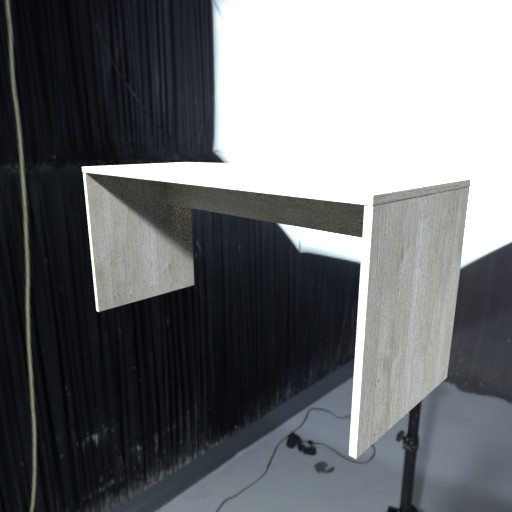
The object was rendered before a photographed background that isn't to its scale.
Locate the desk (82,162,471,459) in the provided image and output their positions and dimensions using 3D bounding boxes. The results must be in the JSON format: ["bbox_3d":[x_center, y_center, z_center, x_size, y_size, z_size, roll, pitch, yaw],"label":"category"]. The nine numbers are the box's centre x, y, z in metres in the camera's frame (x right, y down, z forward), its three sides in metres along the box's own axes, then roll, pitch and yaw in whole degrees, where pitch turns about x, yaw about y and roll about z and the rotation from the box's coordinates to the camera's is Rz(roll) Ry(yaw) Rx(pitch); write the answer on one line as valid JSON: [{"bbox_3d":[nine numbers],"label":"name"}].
[{"bbox_3d":[0.000,0.000,1.986,1.600,0.752,0.802,14,20,43],"label":"desk"}]
